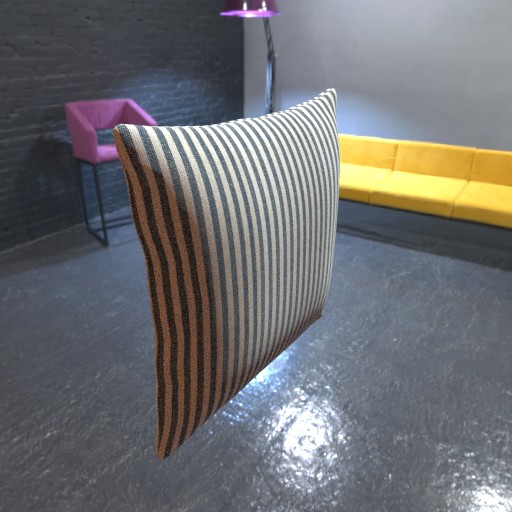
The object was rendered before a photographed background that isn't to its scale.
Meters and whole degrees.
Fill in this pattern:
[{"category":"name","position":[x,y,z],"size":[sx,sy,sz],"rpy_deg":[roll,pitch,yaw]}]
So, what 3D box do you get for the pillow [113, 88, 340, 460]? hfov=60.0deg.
[{"category":"pillow","position":[0.000,0.000,0.771],"size":[0.166,0.510,0.523],"rpy_deg":[18,31,32]}]
